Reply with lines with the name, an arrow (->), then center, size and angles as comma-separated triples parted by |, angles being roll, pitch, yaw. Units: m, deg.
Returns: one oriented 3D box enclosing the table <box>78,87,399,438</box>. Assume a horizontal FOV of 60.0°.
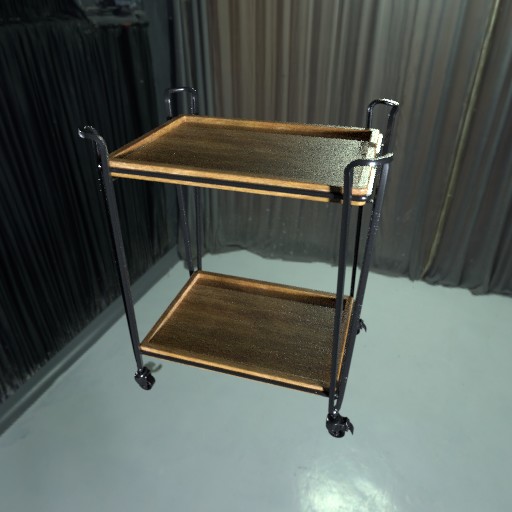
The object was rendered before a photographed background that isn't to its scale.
table -> 0.000, 0.000, 1.249 | 0.672, 0.785, 0.505 | 9, 33, 14
